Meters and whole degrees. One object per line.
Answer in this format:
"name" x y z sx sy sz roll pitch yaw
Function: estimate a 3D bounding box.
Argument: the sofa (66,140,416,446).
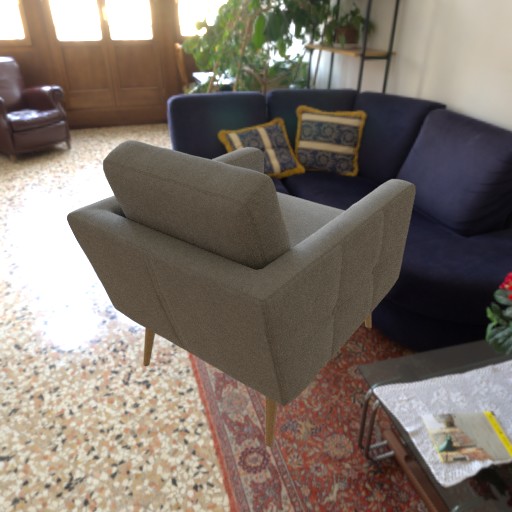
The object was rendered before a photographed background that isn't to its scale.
"sofa" 0.000 0.000 1.539 0.770 0.860 0.920 21 36 32
